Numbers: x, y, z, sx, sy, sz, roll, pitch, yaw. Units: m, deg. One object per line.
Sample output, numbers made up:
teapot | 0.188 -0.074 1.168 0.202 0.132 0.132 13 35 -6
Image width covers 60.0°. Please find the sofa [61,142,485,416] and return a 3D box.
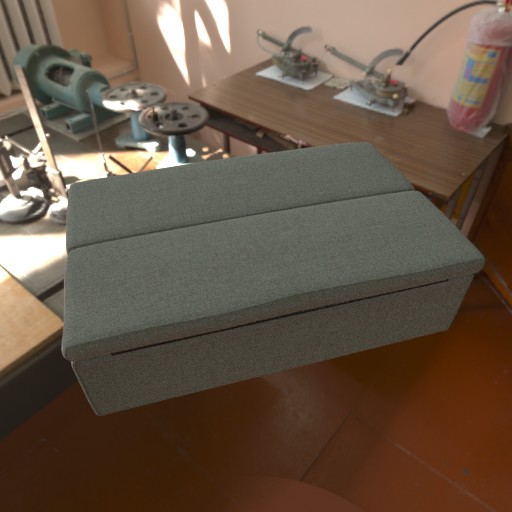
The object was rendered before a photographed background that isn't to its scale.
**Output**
sofa | 0.000 0.000 1.630 1.250 0.434 0.817 -11 43 -12
